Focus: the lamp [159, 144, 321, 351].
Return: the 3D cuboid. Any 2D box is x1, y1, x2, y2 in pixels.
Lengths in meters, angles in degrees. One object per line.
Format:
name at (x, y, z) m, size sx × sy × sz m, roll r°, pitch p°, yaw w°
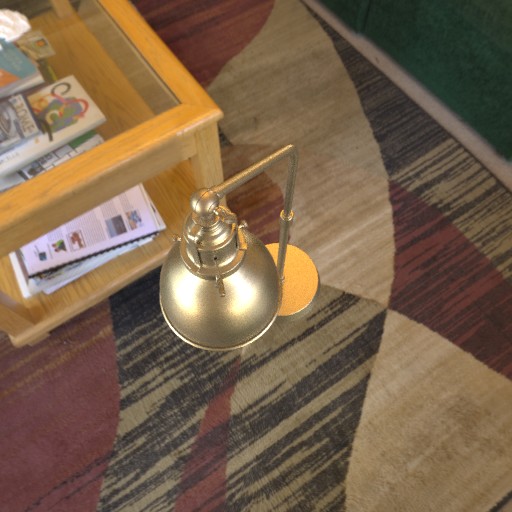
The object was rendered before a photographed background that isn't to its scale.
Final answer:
lamp at (0.000, 0.000, 0.577) m, size 0.153 × 0.456 × 0.286 m, roll 35°, pitch 70°, yaw 15°
